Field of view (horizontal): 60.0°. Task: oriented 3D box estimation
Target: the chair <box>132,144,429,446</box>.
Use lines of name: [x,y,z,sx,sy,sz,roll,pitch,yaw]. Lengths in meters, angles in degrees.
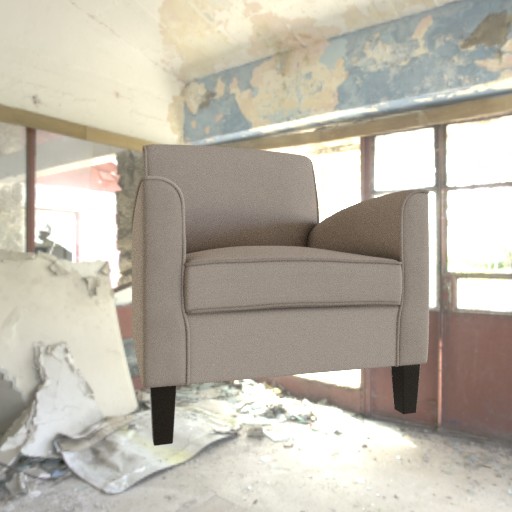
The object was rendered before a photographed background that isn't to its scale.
chair: [0.000,0.000,1.535,0.820,0.915,0.820,0,0,-17]
